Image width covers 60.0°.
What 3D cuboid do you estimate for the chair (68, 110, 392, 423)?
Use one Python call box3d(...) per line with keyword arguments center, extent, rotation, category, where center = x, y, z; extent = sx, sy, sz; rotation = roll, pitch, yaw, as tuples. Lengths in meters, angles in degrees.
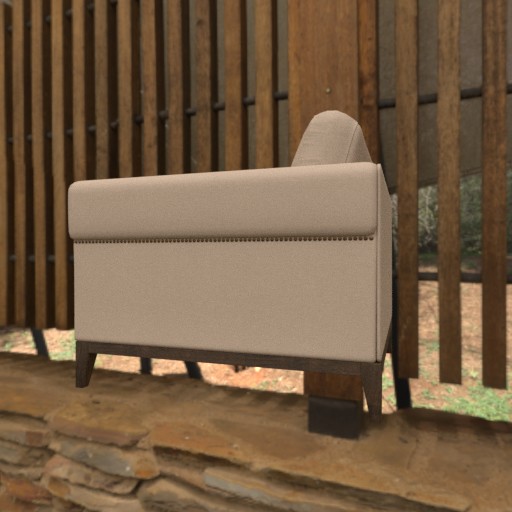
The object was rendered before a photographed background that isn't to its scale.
box3d(center=(0.000, 0.000, 1.676), extent=(0.959, 0.838, 0.914), rotation=(0, 0, 19), category="chair")
